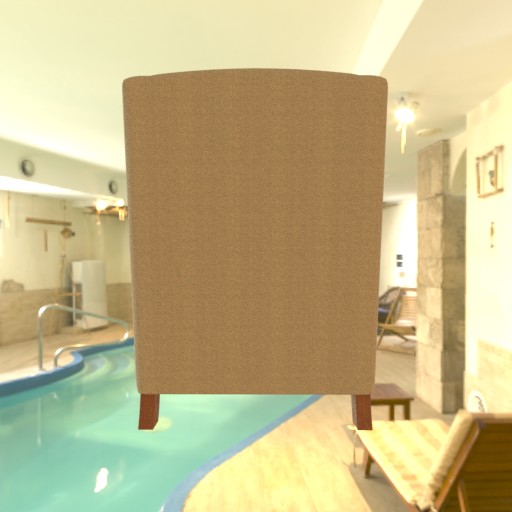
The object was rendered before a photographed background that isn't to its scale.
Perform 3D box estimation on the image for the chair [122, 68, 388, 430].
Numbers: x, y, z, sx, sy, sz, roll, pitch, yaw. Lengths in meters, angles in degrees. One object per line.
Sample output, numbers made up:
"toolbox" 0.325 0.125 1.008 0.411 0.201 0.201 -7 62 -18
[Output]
"chair" 0.000 0.000 1.608 0.715 1.017 0.890 0 0 0
